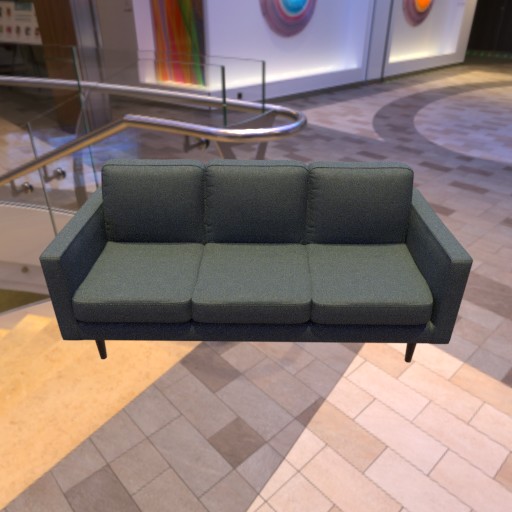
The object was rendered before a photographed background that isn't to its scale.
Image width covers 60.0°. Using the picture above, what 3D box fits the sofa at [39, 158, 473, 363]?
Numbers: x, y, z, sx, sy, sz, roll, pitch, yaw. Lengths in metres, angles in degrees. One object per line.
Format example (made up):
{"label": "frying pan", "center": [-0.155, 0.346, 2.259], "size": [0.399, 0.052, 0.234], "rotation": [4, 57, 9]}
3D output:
{"label": "sofa", "center": [0.000, 0.000, 2.523], "size": [2.013, 0.945, 0.935], "rotation": [0, 31, 1]}
